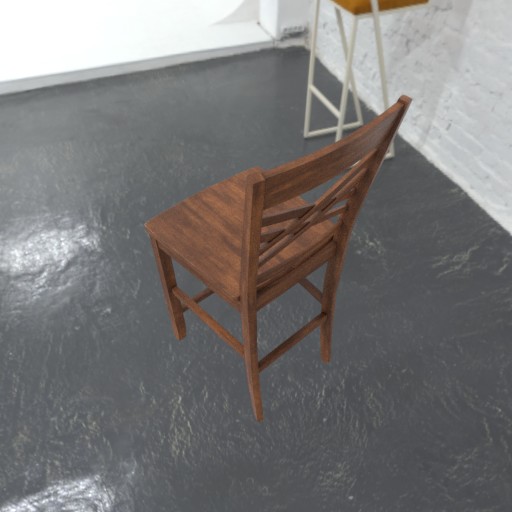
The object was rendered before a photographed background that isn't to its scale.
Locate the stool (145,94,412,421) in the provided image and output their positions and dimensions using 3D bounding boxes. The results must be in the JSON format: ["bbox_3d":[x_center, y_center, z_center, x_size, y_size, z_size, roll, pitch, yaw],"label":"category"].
[{"bbox_3d":[0.000,0.000,1.378,0.462,1.079,0.539,-32,54,-27],"label":"stool"}]
